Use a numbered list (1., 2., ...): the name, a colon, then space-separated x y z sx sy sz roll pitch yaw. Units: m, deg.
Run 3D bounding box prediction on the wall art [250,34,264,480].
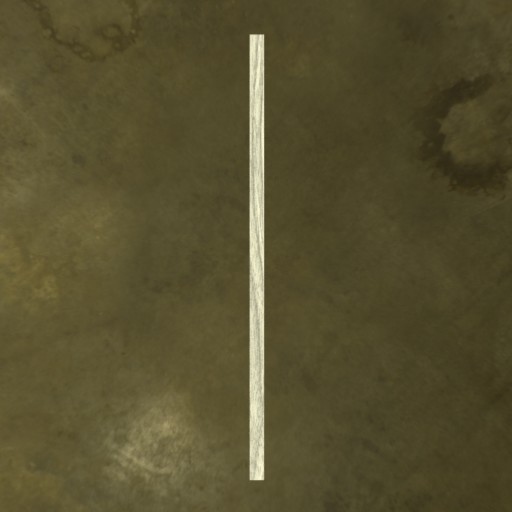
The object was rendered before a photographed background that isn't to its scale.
1. wall art: 0.000 0.000 0.757 0.016 0.507 0.508 0 90 0
